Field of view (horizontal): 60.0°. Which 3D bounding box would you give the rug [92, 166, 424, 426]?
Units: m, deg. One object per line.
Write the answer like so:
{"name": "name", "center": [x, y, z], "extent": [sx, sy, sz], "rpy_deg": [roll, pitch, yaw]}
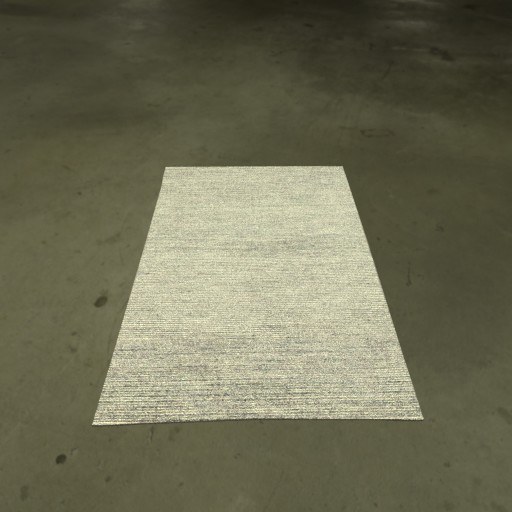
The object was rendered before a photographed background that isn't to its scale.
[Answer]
{"name": "rug", "center": [0.000, 0.000, 2.214], "extent": [1.159, 0.021, 1.789], "rpy_deg": [0, 41, 0]}
